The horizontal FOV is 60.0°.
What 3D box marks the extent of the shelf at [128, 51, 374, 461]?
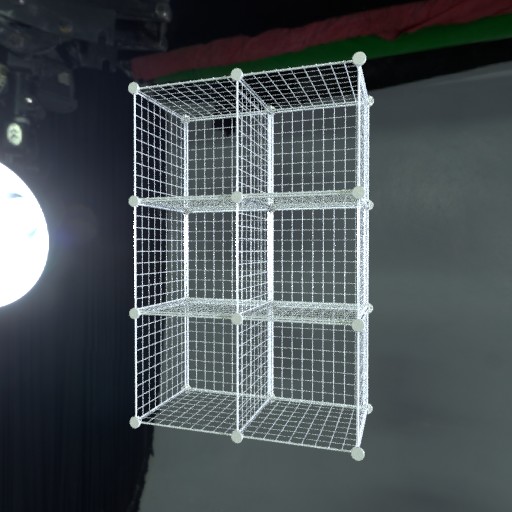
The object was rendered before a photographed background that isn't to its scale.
[{"bbox_3d":[0.000,0.000,1.430,0.711,1.067,0.356,0,1,18],"label":"shelf"}]
